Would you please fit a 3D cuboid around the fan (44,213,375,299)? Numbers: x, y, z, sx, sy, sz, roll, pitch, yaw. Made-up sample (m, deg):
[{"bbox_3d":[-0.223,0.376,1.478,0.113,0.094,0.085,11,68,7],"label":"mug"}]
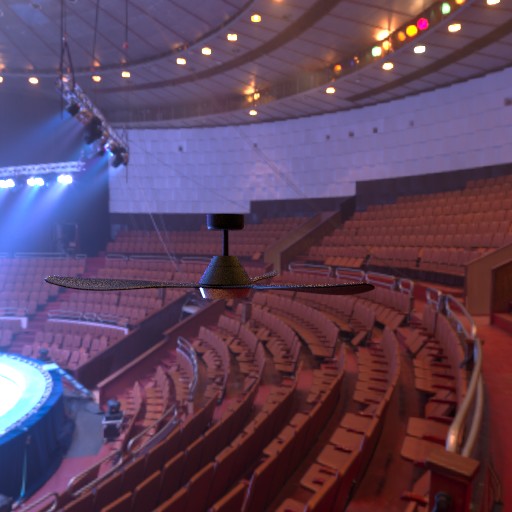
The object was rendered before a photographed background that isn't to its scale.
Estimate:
[{"bbox_3d":[0.000,0.000,1.645,1.067,0.305,1.067,0,0,37],"label":"fan"}]
